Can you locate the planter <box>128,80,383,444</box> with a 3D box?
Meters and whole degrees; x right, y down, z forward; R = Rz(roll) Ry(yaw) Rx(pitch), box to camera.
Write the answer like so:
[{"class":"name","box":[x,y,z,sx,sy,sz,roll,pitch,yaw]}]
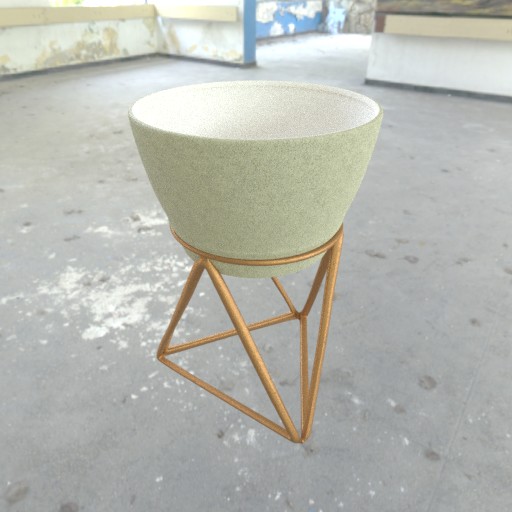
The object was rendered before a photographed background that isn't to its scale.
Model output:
[{"class":"planter","box":[0.000,0.000,0.755,0.350,0.504,0.350,20,37,29]}]
